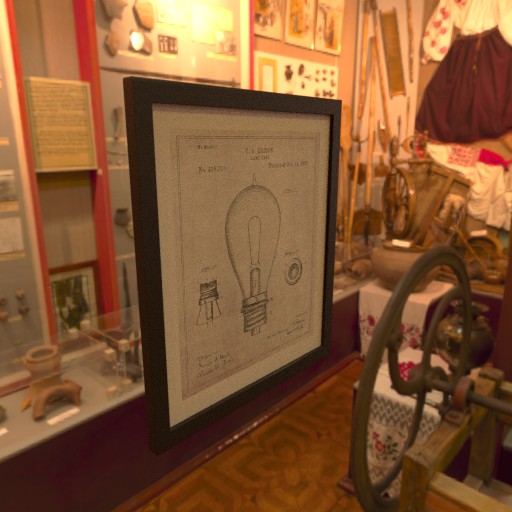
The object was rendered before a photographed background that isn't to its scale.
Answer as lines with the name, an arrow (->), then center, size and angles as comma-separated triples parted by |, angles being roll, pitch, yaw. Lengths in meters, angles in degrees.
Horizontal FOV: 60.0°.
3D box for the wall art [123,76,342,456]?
wall art -> 0.000, 0.000, 0.727 | 0.021, 0.509, 0.430 | 14, 20, 42
